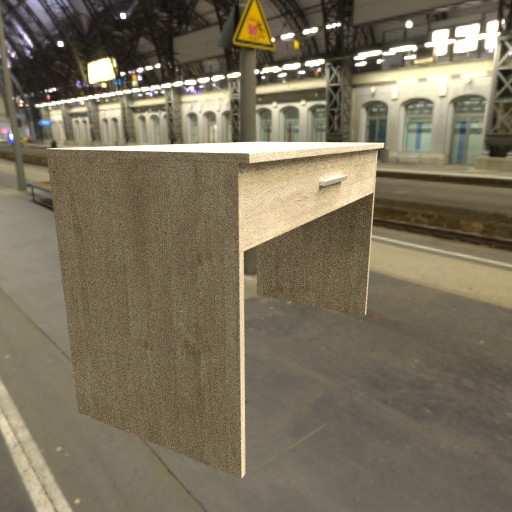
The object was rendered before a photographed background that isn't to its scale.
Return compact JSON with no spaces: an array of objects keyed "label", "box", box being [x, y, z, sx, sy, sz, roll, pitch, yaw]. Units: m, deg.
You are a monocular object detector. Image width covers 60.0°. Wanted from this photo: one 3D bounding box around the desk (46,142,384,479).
[{"label":"desk","box":[0.000,0.000,1.505,0.560,0.730,1.100,8,17,27]}]
